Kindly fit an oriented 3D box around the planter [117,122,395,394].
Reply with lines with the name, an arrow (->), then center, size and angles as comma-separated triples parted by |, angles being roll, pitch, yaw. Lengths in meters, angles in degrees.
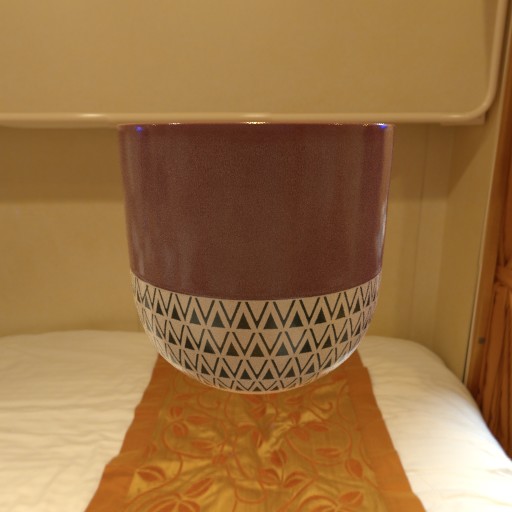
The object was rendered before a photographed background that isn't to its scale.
planter -> 0.000, 0.000, 0.477 | 0.266, 0.270, 0.266 | 0, 15, 0
